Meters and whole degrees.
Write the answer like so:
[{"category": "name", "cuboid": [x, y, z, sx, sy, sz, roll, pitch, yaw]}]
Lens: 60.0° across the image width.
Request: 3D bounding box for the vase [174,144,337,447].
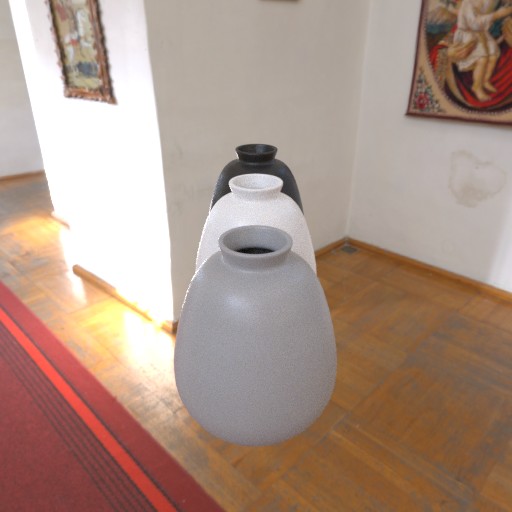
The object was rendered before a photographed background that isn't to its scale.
[{"category": "vase", "cuboid": [0.000, 0.000, 0.349, 0.097, 0.122, 0.297, 0, 27, 0]}]
